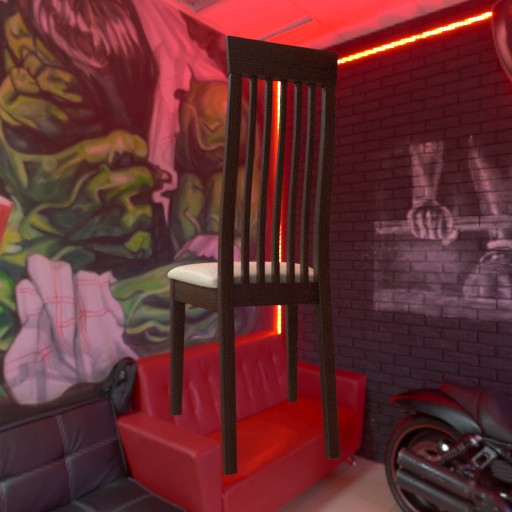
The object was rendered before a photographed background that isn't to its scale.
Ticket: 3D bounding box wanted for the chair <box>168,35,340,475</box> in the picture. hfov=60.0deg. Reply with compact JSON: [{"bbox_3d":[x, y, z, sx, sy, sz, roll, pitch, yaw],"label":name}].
[{"bbox_3d":[0.000,0.000,1.296,0.460,1.027,0.474,0,0,-18],"label":"chair"}]
